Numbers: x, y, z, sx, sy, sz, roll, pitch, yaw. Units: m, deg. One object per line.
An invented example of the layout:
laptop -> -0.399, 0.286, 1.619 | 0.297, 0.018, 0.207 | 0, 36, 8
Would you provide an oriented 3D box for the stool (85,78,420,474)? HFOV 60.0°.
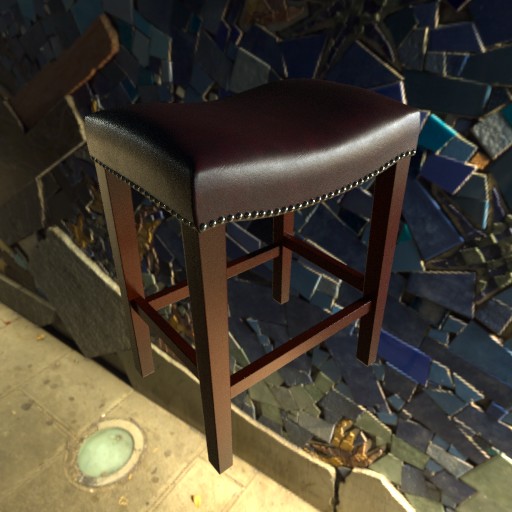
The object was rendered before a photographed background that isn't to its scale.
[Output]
stool -> 0.000, 0.000, 0.953 | 0.504, 0.657, 0.372 | -23, 39, -33
